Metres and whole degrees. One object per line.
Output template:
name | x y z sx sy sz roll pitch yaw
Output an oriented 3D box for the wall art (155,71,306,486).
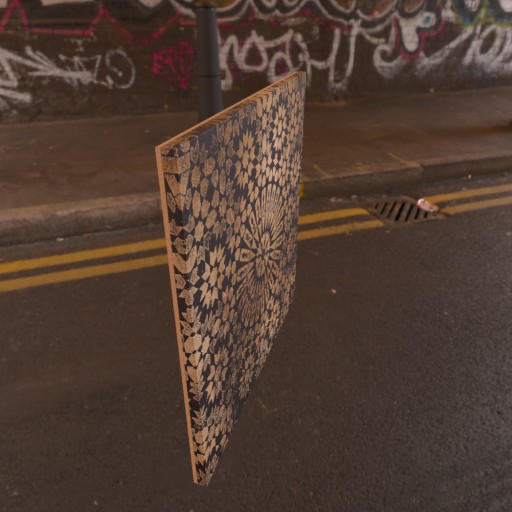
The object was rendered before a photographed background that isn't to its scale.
wall art | 0.000 0.000 1.326 0.038 0.914 0.914 10 32 16
